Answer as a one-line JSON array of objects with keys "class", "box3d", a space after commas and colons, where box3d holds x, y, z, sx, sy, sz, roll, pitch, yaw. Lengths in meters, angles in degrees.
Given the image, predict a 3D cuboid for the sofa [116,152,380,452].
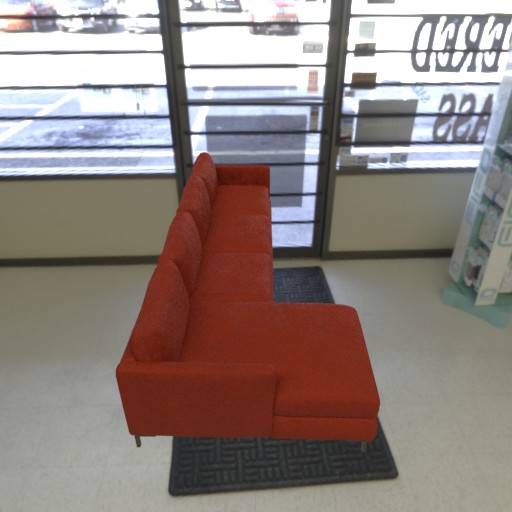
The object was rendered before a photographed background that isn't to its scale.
[{"class": "sofa", "box3d": [0.000, 0.000, 2.933, 1.136, 0.663, 2.467, 0, 32, 1]}]
